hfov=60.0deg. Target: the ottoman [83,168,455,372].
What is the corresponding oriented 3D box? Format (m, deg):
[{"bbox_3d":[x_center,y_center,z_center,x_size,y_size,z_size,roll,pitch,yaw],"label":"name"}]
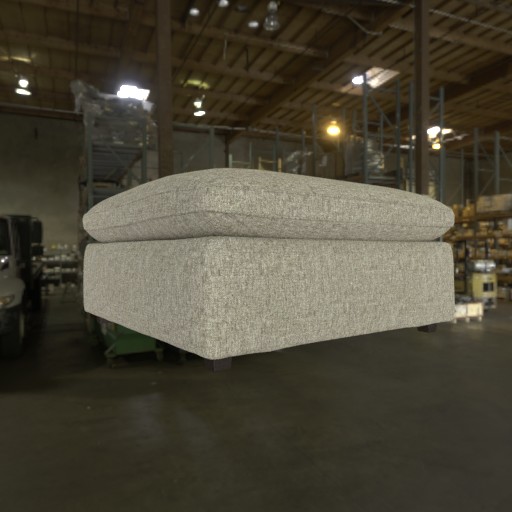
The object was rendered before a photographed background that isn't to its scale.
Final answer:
[{"bbox_3d":[0.000,0.000,1.647,1.035,0.526,1.039,0,1,-36],"label":"ottoman"}]
